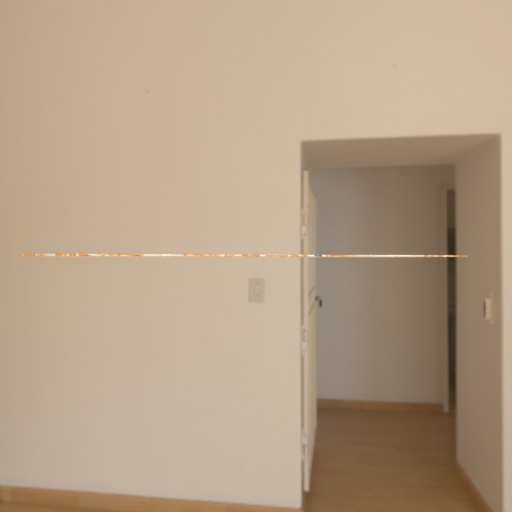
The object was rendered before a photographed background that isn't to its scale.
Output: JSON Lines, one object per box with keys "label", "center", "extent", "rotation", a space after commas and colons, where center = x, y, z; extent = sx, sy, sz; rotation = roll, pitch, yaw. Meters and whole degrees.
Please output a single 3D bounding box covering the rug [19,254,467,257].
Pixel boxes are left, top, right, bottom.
{"label": "rug", "center": [0.000, 0.000, 2.683], "extent": [2.437, 0.010, 0.783], "rotation": [0, 0, -17]}
